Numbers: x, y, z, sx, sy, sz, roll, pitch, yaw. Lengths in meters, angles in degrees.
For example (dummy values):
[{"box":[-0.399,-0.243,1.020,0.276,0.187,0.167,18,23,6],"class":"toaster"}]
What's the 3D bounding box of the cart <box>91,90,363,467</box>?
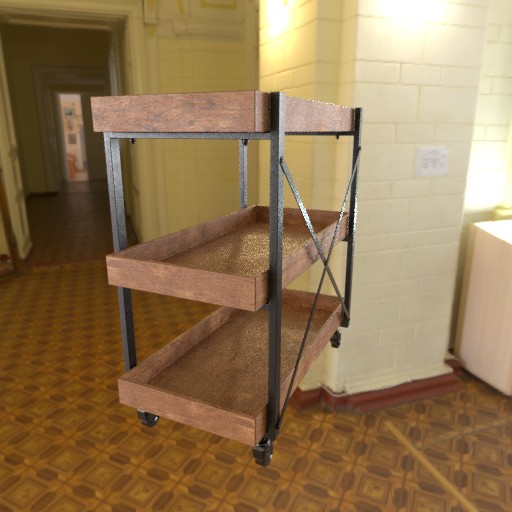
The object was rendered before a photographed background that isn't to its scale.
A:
[{"box":[0.000,0.000,1.231,0.411,0.800,0.750,7,17,24],"class":"cart"}]
